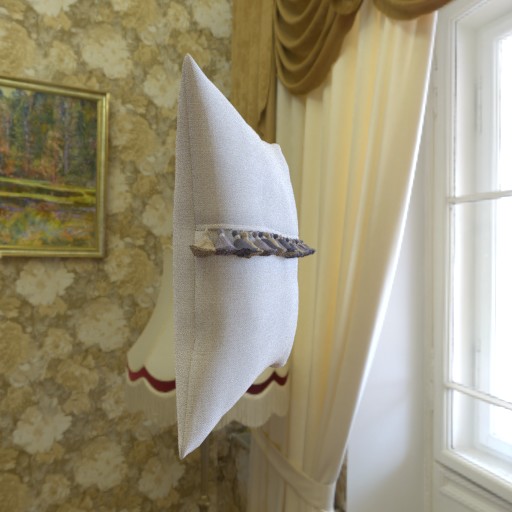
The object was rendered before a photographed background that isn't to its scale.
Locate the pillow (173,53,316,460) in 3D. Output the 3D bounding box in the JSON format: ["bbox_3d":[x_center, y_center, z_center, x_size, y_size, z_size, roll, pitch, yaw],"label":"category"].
[{"bbox_3d":[0.000,0.000,0.745,0.165,0.481,0.489,0,0,17],"label":"pillow"}]
